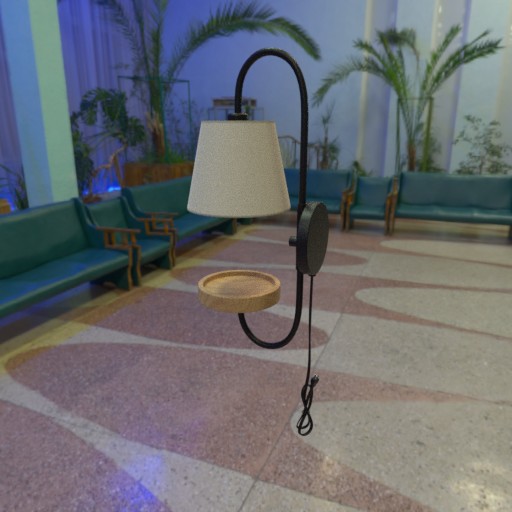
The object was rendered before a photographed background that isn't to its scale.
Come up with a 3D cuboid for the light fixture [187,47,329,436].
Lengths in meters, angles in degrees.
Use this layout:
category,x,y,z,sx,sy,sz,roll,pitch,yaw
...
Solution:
category,x,y,z,sx,sy,sz,roll,pitch,yaw
light fixture,0.000,0.000,0.957,0.299,0.821,0.220,8,18,24
